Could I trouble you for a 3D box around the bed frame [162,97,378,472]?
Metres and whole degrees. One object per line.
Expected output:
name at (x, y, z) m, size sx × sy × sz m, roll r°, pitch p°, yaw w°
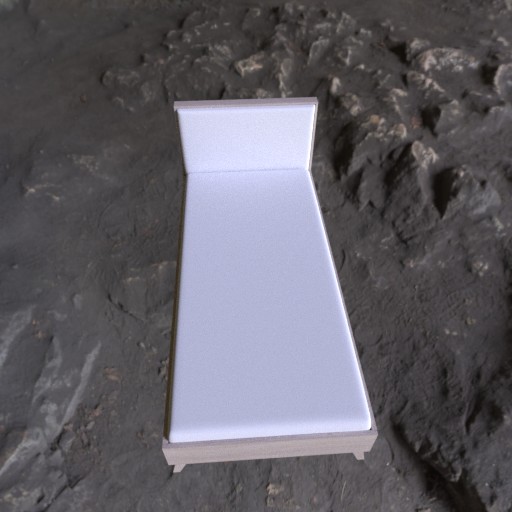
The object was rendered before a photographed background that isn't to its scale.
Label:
bed frame at (0.000, 0.000, 2.679) m, size 0.990 × 0.920 × 2.140 m, roll -3°, pitch 46°, yaw -3°
